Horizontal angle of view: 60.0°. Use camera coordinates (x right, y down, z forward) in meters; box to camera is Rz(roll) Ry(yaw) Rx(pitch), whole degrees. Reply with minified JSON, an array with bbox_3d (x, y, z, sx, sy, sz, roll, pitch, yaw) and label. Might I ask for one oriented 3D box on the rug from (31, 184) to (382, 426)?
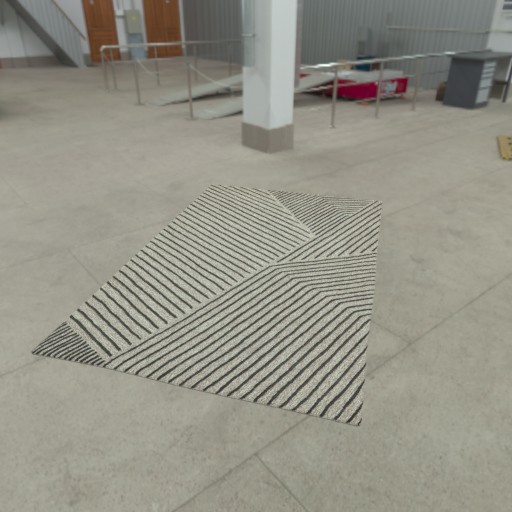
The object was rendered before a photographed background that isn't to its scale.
[{"bbox_3d":[0.000,0.000,2.918,1.539,0.023,2.406,8,30,14],"label":"rug"}]
